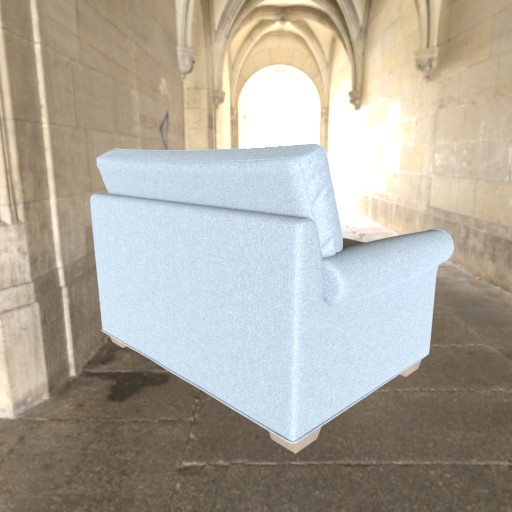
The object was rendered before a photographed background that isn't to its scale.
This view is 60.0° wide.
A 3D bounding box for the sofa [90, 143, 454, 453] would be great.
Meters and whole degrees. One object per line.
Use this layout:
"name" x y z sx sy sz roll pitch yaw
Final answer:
"sofa" 0.000 0.000 2.006 0.940 0.953 1.410 -12 17 -43
